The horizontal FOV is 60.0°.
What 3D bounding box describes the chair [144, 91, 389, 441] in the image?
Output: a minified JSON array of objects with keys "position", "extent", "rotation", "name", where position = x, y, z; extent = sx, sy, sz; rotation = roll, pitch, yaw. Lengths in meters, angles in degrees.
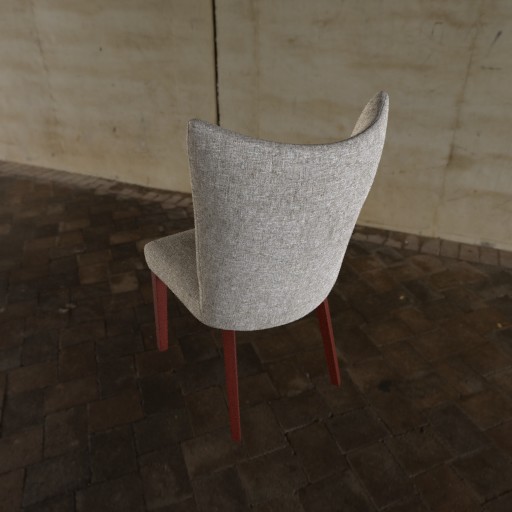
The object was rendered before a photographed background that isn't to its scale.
[{"position":[0.000,0.000,1.306],"extent":[0.535,0.924,0.623],"rotation":[-18,34,-29],"name":"chair"}]
